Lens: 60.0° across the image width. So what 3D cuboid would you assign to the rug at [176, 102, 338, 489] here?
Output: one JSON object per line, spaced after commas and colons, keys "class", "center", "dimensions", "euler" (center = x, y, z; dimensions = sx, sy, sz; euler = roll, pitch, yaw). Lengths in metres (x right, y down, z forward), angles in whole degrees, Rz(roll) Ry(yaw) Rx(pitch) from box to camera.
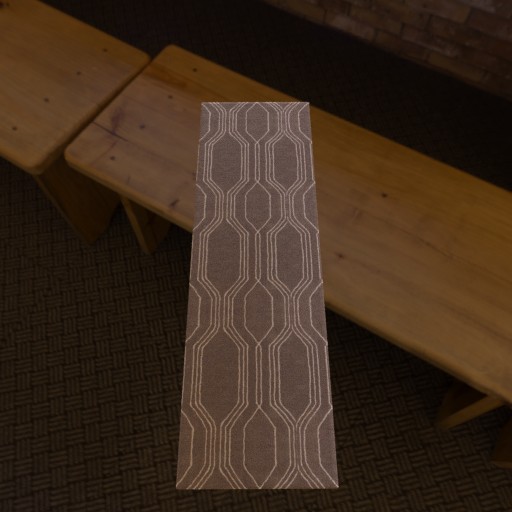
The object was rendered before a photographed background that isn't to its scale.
{"class": "rug", "center": [0.000, 0.000, 2.649], "dimensions": [0.773, 0.012, 2.464], "euler": [0, 64, 0]}
